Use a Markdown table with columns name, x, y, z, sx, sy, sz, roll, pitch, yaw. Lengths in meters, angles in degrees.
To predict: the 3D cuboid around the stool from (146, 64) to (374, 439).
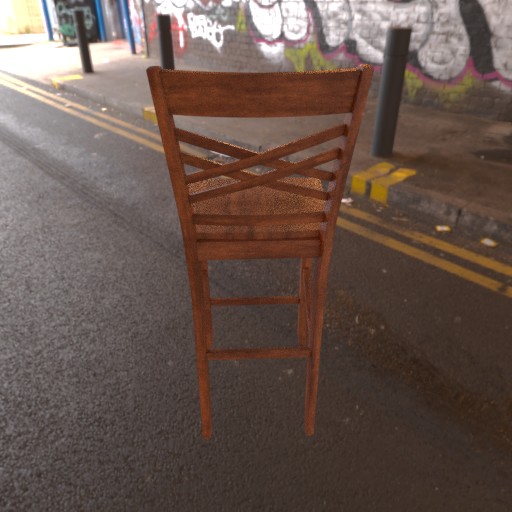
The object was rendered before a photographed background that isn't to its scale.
| name | x | y | z | sx | sy | sz | roll | pitch | yaw |
| --- | --- | --- | --- | --- | --- | --- | --- | --- | --- |
| stool | 0.000 | 0.000 | 1.317 | 0.433 | 1.105 | 0.487 | -1 | 31 | -2 |
